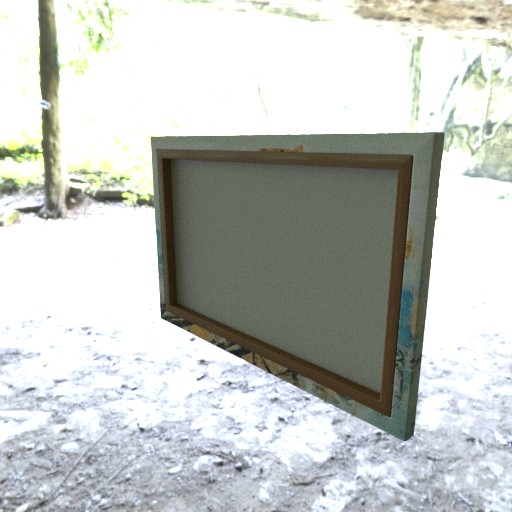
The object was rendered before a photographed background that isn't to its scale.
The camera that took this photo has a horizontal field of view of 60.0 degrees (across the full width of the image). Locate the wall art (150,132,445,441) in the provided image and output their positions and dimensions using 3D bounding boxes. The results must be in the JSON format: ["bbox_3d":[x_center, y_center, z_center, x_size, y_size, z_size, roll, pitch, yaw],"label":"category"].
[{"bbox_3d":[0.000,0.000,1.155,0.038,0.609,0.913,-14,20,-42],"label":"wall art"}]
